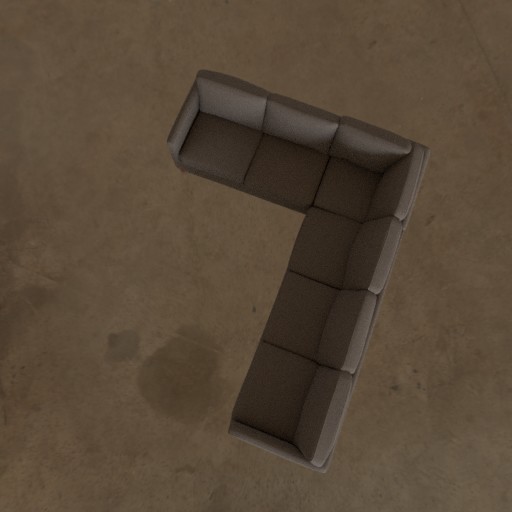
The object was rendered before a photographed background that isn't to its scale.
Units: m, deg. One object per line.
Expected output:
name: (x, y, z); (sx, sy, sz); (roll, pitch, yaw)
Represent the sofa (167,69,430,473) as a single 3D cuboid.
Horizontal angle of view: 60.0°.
sofa: (0.000, 0.000, 4.463); (2.593, 0.947, 3.302); (21, 77, 5)
